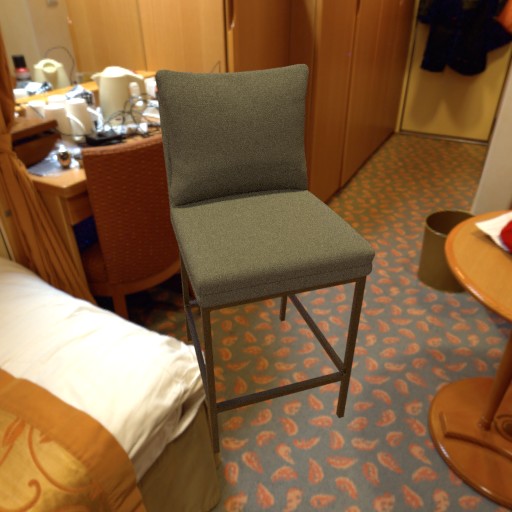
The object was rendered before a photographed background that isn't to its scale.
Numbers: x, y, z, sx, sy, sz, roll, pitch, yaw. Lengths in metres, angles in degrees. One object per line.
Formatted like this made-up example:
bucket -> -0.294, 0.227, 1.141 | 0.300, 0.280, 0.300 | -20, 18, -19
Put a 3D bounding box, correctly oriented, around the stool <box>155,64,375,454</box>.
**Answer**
stool -> 0.000, 0.000, 1.359 | 0.463, 1.031, 0.569 | -10, 34, -15
